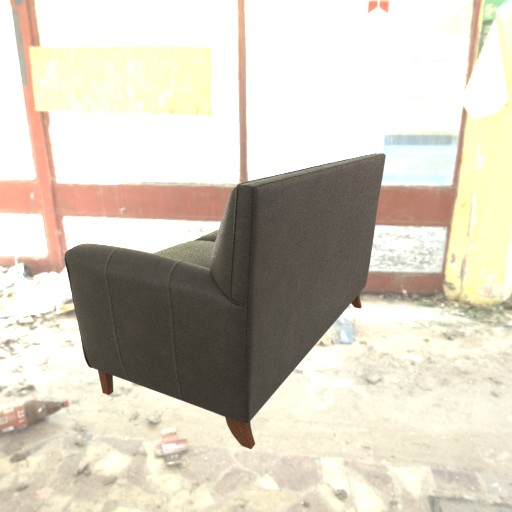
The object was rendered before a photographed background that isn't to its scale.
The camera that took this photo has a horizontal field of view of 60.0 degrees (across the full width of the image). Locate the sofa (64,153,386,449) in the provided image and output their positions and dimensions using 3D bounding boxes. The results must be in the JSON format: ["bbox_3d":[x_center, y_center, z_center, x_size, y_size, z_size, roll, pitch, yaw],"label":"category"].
[{"bbox_3d":[0.000,0.000,2.034,0.787,0.871,1.473,9,19,27],"label":"sofa"}]
